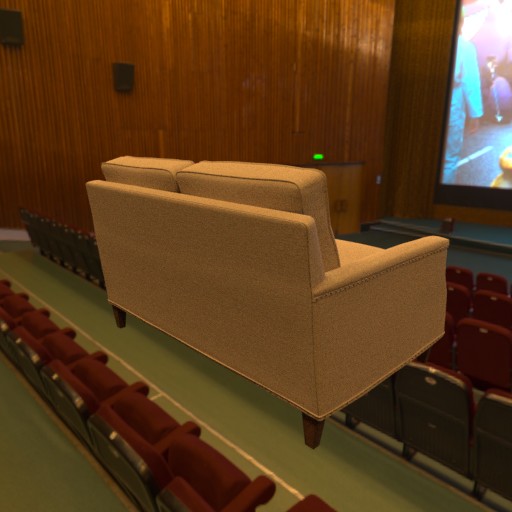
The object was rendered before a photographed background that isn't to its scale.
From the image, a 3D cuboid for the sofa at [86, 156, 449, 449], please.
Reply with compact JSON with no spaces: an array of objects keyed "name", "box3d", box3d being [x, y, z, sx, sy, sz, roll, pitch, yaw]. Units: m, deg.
[{"name":"sofa","box3d":[0.000,0.000,2.273,1.084,1.003,1.597,-15,22,-42]}]
